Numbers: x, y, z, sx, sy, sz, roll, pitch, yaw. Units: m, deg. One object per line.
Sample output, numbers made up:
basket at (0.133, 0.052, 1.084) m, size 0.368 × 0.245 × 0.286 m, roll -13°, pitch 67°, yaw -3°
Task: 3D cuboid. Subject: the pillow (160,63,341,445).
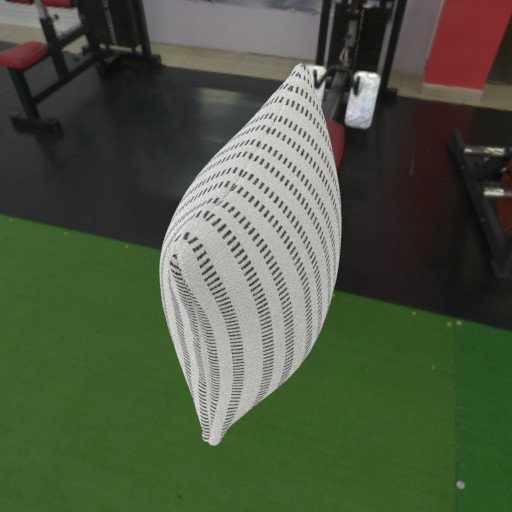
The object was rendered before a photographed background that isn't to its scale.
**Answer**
pillow at (0.000, 0.000, 0.675) m, size 0.247 × 0.419 × 0.438 m, roll 14°, pitch 48°, yaw 13°
